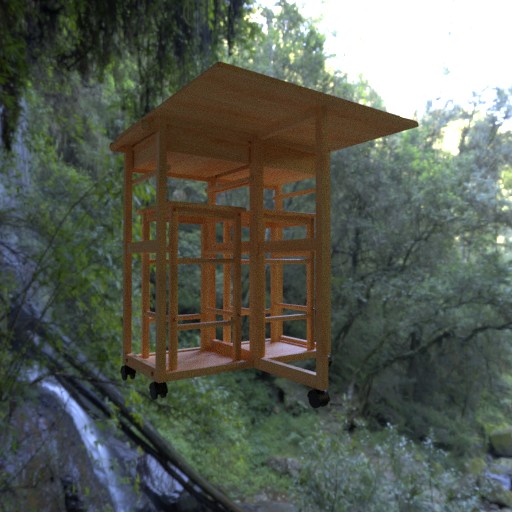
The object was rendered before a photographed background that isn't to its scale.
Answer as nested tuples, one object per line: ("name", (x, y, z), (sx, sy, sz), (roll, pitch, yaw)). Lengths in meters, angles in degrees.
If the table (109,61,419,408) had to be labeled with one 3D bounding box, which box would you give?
("table", (0.000, 0.000, 1.432), (0.752, 0.832, 0.693), (1, -1, -35))
